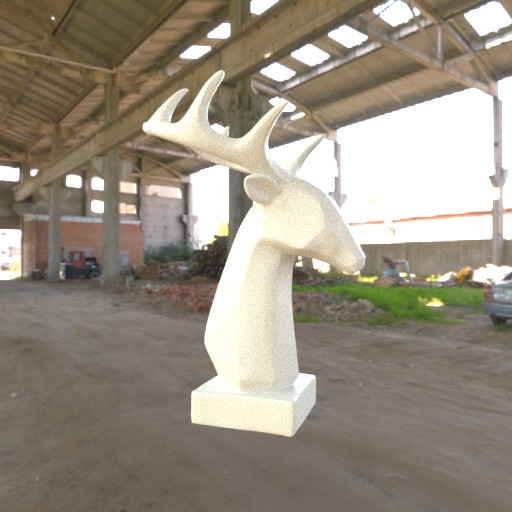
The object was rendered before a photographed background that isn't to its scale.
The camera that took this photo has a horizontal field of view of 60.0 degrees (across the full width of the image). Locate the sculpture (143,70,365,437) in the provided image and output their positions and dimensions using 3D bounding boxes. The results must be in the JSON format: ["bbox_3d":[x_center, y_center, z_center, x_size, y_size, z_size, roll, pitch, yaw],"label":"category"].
[{"bbox_3d":[0.000,0.000,0.465,0.224,0.329,0.174,0,-1,19],"label":"sculpture"}]
